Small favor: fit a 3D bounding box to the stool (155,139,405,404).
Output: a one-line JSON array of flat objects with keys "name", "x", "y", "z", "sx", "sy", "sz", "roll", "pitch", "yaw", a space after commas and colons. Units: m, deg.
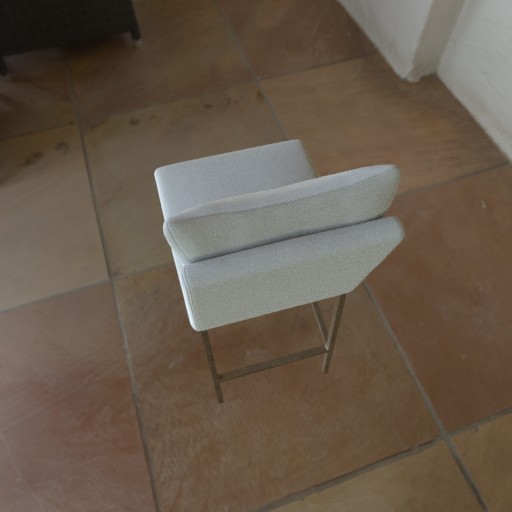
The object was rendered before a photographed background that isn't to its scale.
[{"name": "stool", "x": 0.000, "y": 0.000, "z": 1.311, "sx": 0.463, "sy": 1.032, "sz": 0.572, "roll": -14, "pitch": 60, "yaw": -8}]
